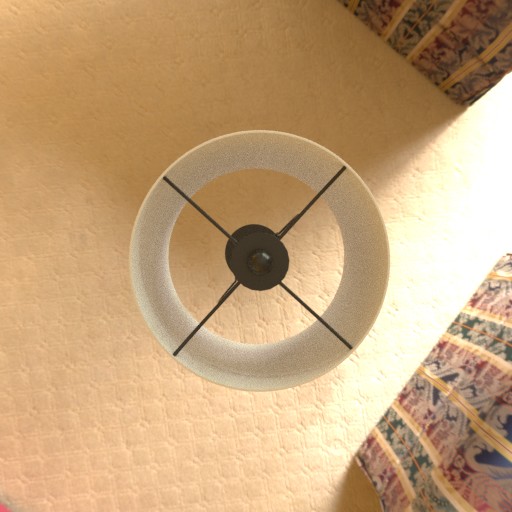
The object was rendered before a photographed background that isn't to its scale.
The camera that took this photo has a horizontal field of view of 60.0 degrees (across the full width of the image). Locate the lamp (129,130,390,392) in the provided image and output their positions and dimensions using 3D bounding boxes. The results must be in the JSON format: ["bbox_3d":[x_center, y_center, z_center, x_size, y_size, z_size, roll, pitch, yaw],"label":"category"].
[{"bbox_3d":[0.000,0.000,0.811,0.305,0.640,0.305,0,91,-1],"label":"lamp"}]
